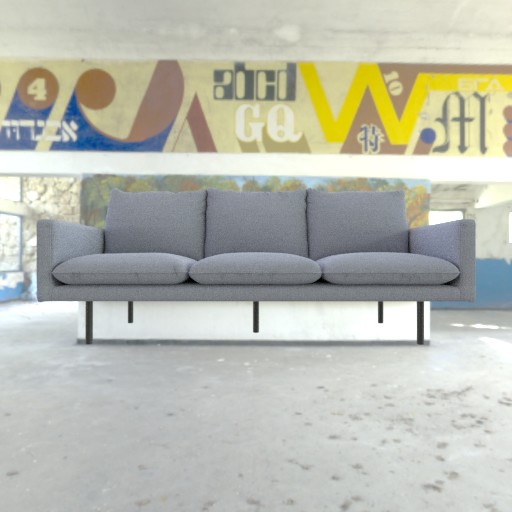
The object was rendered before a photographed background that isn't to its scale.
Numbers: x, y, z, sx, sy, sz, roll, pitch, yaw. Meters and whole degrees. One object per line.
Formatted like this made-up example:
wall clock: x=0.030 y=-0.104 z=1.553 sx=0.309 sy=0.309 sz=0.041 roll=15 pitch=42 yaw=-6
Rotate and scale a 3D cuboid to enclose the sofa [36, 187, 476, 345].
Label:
sofa: x=0.000 y=0.000 z=2.397 sx=2.000 sy=0.830 sz=0.850 roll=0 pitch=0 yaw=0
